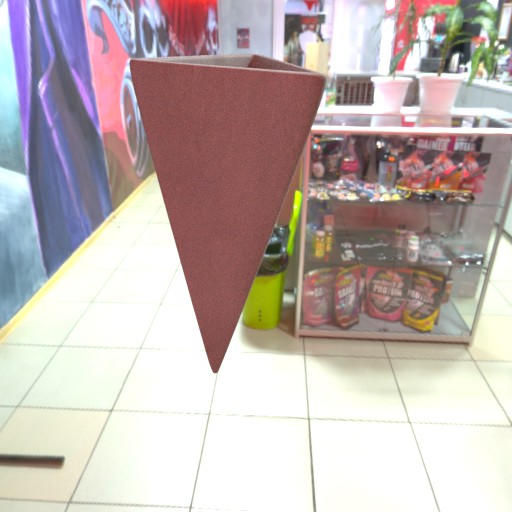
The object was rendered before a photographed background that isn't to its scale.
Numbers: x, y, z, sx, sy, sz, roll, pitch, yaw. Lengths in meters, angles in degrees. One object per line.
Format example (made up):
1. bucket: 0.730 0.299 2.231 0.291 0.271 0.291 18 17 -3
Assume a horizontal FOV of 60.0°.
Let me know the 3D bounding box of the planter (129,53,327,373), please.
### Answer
1. planter: 0.000 0.000 0.158 0.047 0.130 0.058 18 31 32
